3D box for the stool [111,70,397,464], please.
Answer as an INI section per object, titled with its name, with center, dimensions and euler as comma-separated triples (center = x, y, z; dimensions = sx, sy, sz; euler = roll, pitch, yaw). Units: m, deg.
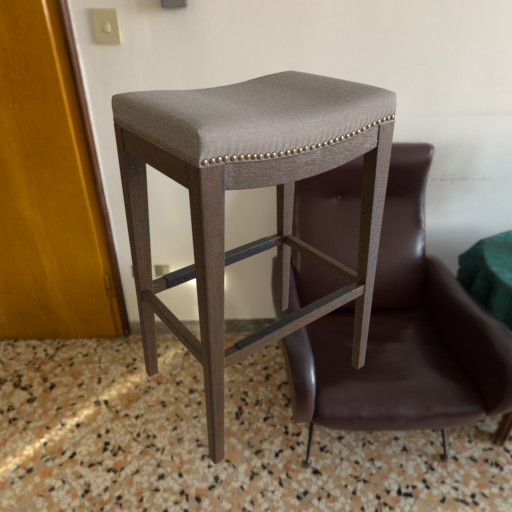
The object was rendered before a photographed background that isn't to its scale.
[stool]
center = 0.000, 0.000, 1.062
dimensions = 0.508, 0.762, 0.356
euler = -22, 38, -31
